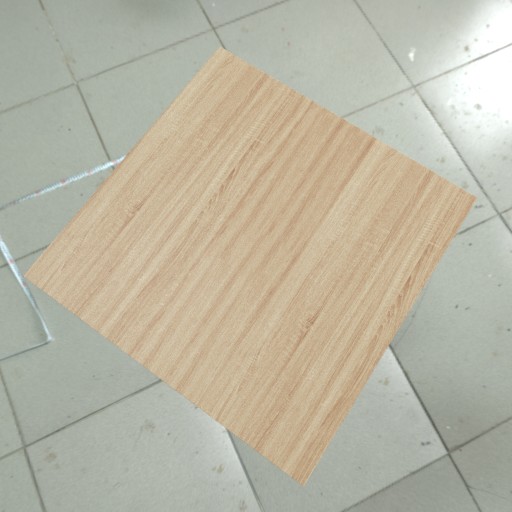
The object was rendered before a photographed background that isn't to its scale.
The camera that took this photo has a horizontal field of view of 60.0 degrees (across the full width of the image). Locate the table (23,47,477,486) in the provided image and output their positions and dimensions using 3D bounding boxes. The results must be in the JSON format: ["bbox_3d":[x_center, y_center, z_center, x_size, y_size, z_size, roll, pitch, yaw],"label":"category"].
[{"bbox_3d":[0.000,0.000,1.055,0.670,0.305,0.670,34,77,9],"label":"table"}]
